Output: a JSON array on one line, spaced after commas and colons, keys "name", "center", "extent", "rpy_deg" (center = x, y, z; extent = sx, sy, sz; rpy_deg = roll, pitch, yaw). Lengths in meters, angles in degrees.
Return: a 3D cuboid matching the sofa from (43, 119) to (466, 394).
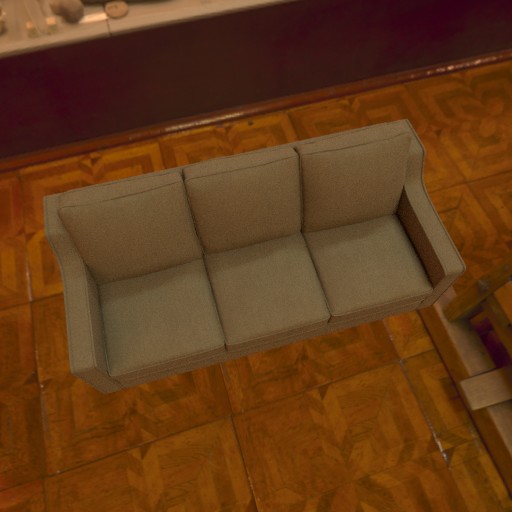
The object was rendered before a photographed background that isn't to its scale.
[{"name": "sofa", "center": [0.000, 0.000, 2.459], "extent": [1.986, 0.974, 0.911], "rpy_deg": [-14, 64, -7]}]
